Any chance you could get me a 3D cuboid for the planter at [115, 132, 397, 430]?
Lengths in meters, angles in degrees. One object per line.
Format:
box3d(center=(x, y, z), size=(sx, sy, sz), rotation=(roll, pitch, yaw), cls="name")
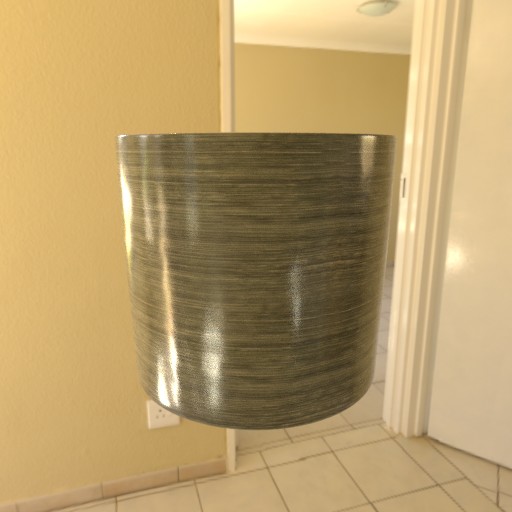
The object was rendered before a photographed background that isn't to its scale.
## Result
box3d(center=(0.000, 0.000, 0.387), size=(0.221, 0.201, 0.221), rotation=(0, 14, 0), cls="planter")
